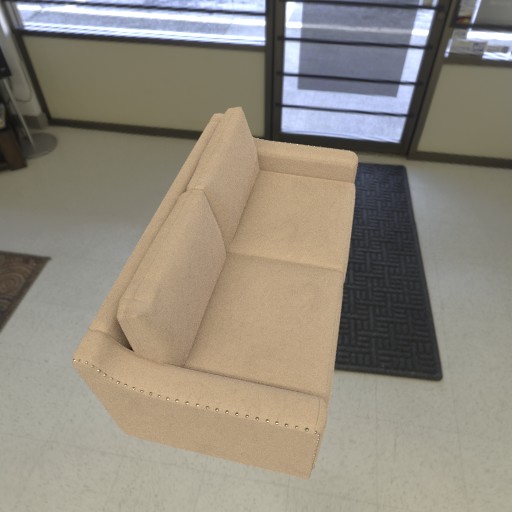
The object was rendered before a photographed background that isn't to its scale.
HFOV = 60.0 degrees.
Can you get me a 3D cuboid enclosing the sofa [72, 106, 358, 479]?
[{"bbox_3d":[0.000,0.000,2.504,1.030,0.901,1.967,9,47,9],"label":"sofa"}]
